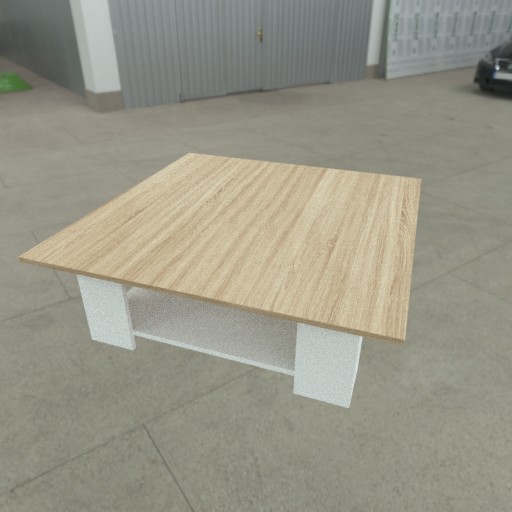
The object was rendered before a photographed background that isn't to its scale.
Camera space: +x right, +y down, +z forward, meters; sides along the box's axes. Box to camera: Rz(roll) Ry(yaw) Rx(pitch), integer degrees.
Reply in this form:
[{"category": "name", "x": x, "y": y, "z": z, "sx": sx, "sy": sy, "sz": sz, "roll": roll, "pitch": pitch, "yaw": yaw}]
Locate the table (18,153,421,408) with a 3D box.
[{"category": "table", "x": 0.000, "y": 0.000, "z": 1.368, "sx": 0.890, "sy": 0.305, "sz": 0.890, "roll": 10, "pitch": 31, "yaw": 17}]
